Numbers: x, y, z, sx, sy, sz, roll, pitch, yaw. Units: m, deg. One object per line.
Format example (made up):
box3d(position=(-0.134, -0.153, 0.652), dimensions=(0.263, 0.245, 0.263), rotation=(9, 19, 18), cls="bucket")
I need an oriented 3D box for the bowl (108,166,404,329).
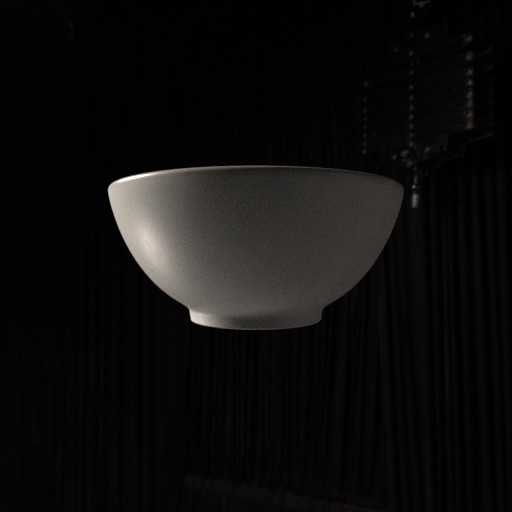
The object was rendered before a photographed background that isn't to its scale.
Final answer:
box3d(position=(0.000, 0.000, 0.424), dimensions=(0.268, 0.121, 0.268), rotation=(0, 0, 0), cls="bowl")
